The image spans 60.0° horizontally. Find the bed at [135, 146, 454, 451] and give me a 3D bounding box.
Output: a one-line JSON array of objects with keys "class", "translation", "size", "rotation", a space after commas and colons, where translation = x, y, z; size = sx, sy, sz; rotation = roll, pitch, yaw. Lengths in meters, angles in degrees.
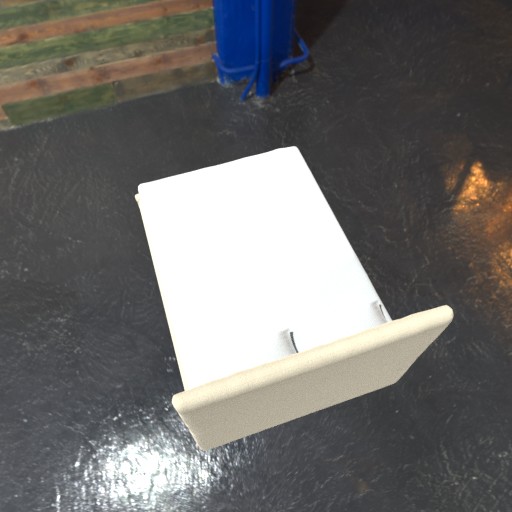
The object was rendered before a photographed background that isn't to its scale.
[{"class": "bed", "translation": [0.000, 0.000, 3.618], "size": [1.698, 1.427, 2.387], "rotation": [-16, 60, -10]}]
